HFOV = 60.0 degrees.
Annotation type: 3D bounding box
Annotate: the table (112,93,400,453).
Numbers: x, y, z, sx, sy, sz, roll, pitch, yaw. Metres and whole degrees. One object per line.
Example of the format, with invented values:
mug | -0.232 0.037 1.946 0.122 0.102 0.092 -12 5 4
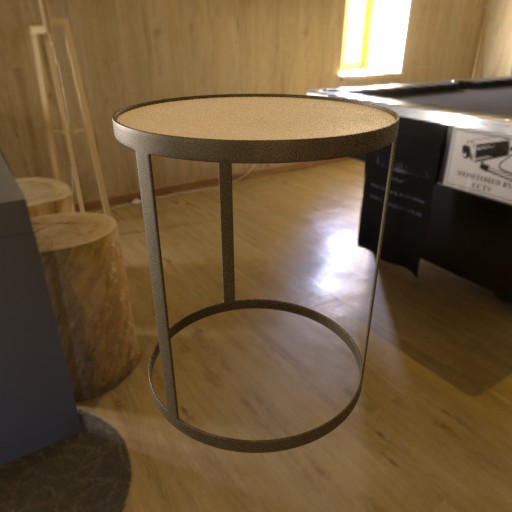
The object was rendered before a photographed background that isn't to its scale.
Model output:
table | 0.000 0.000 0.896 0.480 0.565 0.480 0 27 0
